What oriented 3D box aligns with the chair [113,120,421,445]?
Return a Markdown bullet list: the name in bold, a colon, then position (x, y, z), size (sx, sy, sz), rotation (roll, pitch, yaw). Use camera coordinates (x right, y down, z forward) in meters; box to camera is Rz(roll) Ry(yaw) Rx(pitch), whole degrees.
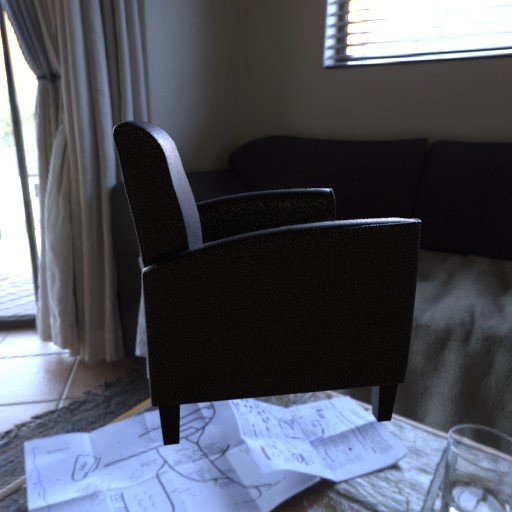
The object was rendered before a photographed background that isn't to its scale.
- **chair**: position (0.000, 0.000, 1.581), size (0.819, 0.916, 0.820), rotation (-3, 15, -9)
